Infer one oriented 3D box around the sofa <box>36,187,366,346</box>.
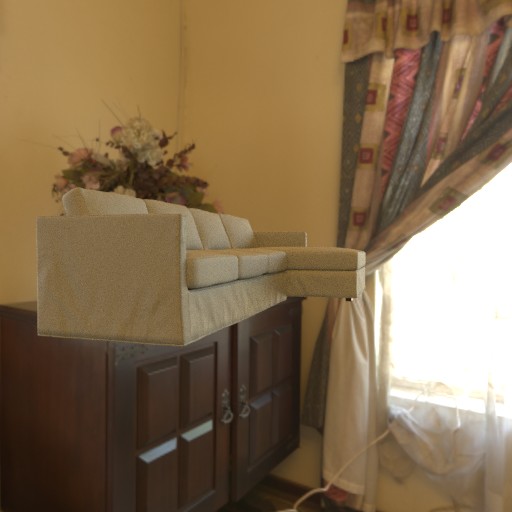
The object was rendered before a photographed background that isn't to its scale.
[{"bbox_3d":[0.000,0.000,3.785,1.622,0.867,3.177,0,1,18],"label":"sofa"}]
